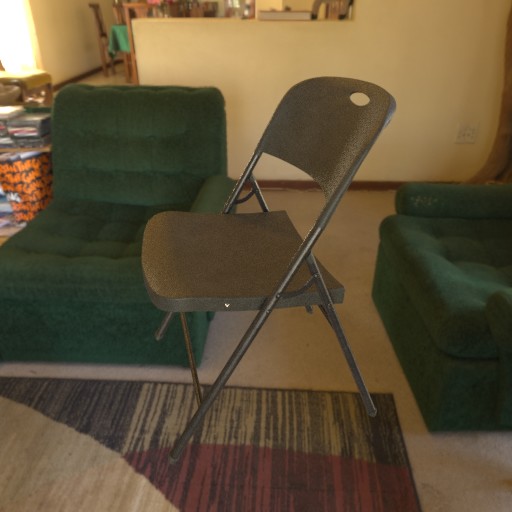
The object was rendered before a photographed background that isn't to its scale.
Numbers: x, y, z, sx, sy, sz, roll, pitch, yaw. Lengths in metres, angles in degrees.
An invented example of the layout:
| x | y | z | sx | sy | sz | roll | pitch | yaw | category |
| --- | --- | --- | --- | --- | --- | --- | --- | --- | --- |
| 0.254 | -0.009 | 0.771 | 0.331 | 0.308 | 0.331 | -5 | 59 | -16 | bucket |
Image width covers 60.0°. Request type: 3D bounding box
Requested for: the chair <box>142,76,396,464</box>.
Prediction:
| x | y | z | sx | sy | sz | roll | pitch | yaw | category |
| --- | --- | --- | --- | --- | --- | --- | --- | --- | --- |
| 0.000 | 0.000 | 1.132 | 0.566 | 0.810 | 0.494 | -8 | 31 | -13 | chair |
